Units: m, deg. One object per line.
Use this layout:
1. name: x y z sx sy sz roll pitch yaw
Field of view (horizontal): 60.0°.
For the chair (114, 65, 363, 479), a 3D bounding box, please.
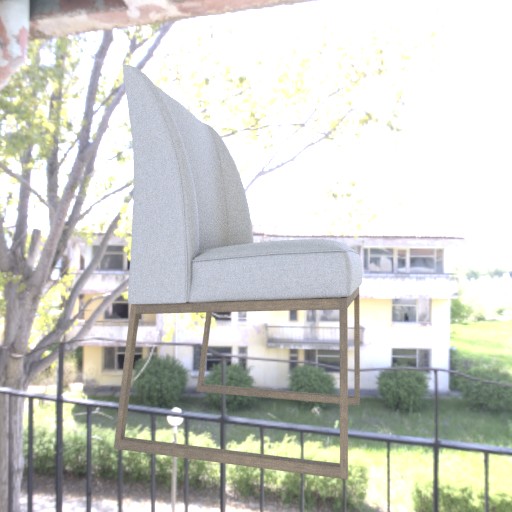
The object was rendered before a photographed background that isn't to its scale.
1. chair: 0.000 0.000 1.147 0.522 0.863 0.508 0 -1 16
